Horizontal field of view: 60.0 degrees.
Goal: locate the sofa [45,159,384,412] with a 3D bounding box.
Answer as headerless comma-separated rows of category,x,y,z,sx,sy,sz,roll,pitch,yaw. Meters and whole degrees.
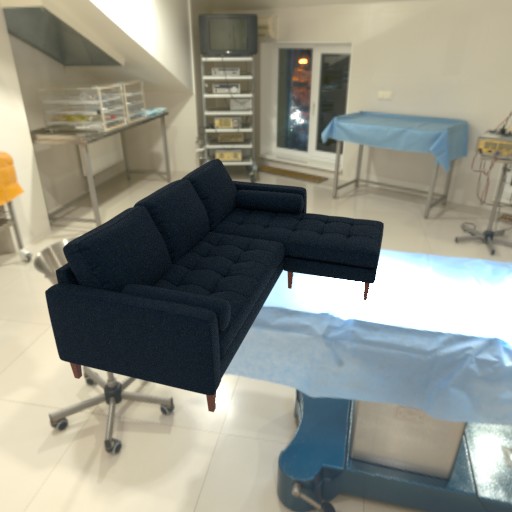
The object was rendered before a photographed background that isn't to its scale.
sofa,0.000,0.000,3.043,1.613,0.841,2.185,8,27,16
